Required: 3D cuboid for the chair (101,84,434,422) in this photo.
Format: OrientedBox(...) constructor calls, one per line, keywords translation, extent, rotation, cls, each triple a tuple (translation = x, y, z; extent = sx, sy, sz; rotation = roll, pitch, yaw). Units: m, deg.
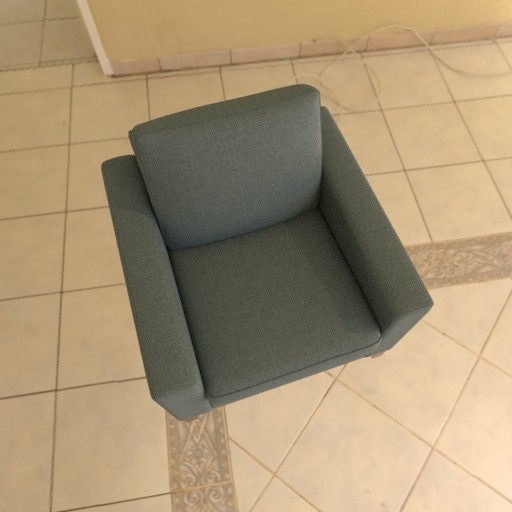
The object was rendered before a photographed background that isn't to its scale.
OrientedBox(translation=(0.000, 0.000, 1.854), extent=(1.024, 1.010, 1.038), rotation=(-17, 64, -8), cls="chair")
